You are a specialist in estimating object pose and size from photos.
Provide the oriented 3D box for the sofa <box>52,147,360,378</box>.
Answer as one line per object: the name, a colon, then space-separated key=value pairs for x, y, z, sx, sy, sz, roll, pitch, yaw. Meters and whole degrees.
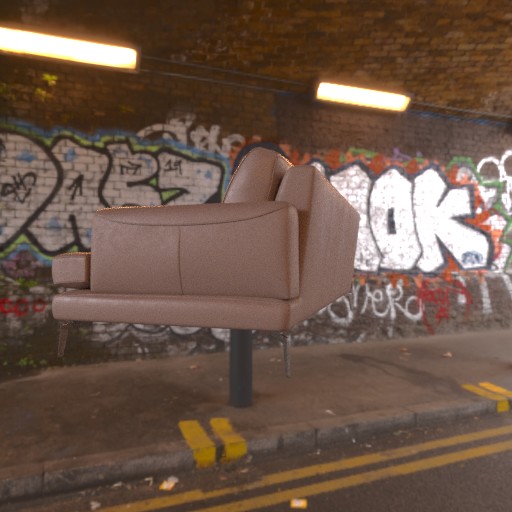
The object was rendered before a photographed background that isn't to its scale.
sofa: x=0.000 y=0.000 z=2.393 sx=0.974 sy=0.765 sz=1.940 roll=0 pitch=0 yaw=18
